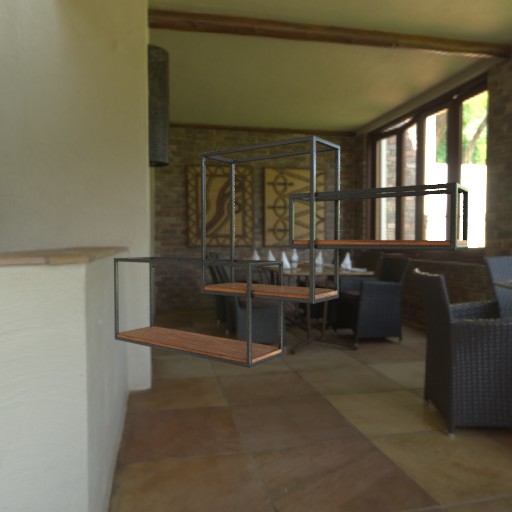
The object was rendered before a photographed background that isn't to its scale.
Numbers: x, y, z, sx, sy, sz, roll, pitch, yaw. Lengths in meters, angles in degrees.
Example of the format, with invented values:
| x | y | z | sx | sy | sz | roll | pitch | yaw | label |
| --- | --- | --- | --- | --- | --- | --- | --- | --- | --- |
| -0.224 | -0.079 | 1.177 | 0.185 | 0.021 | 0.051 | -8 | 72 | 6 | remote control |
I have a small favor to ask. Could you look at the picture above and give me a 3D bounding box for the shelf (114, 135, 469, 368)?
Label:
| x | y | z | sx | sy | sz | roll | pitch | yaw | label |
| --- | --- | --- | --- | --- | --- | --- | --- | --- | --- |
| 0.000 | 0.000 | 2.072 | 1.781 | 0.972 | 0.275 | 1 | 2 | 36 | shelf |
